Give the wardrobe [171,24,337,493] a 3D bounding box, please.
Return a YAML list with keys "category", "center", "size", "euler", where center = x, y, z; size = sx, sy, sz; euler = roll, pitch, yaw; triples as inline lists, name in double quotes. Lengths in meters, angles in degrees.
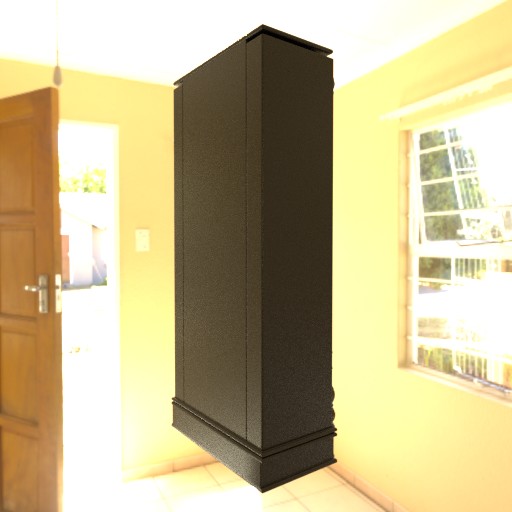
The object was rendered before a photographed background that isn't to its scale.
- category: "wardrobe"
  center: [0.000, 0.000, 1.207]
  size: [0.295, 1.011, 0.444]
  euler: [-1, 2, -36]
